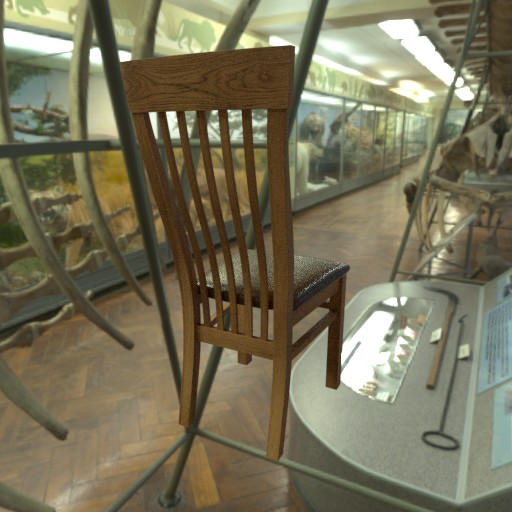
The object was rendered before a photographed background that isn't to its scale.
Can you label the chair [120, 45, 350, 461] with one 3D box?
[{"bbox_3d":[0.000,0.000,1.340,0.450,1.050,0.580,8,17,27],"label":"chair"}]
